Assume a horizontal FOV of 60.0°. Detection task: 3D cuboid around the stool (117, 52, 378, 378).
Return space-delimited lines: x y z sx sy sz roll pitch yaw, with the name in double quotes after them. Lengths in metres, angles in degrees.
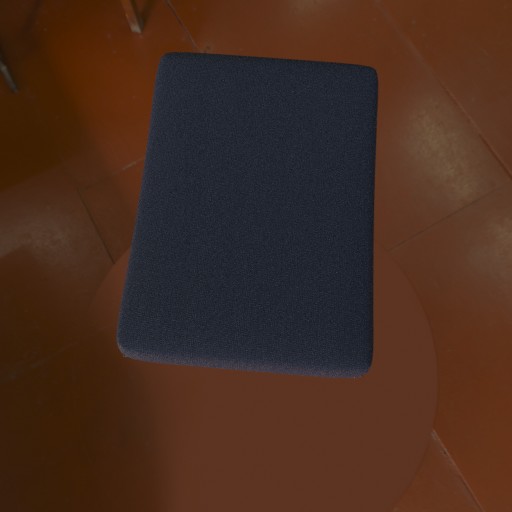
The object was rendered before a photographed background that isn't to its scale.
0.000 0.000 0.992 0.358 0.740 0.498 5 76 1 "stool"
